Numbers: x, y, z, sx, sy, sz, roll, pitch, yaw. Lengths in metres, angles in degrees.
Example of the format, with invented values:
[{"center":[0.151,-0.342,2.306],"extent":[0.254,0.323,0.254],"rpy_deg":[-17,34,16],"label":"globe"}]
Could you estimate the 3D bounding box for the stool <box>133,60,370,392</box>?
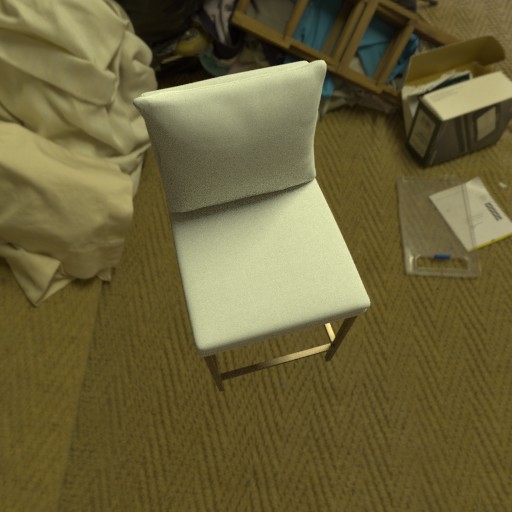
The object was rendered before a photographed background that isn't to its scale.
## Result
[{"center":[0.000,0.000,1.356],"extent":[0.463,1.032,0.572],"rpy_deg":[-14,64,-7],"label":"stool"}]
